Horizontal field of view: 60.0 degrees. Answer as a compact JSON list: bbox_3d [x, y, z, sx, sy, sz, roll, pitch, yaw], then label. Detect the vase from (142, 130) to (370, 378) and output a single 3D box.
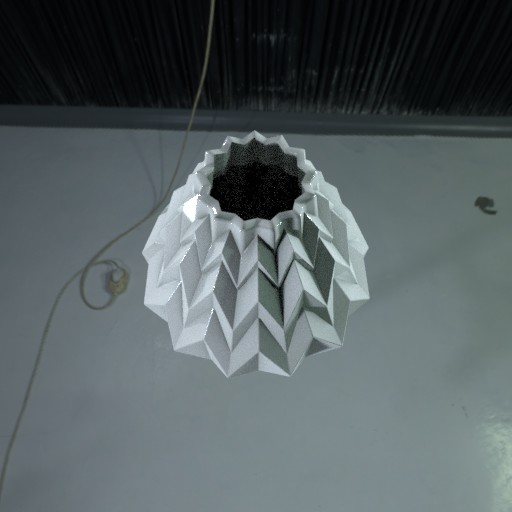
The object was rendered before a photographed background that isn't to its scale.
[{"bbox_3d":[0.000,0.000,0.309,0.164,0.185,0.164,0,64,0],"label":"vase"}]
